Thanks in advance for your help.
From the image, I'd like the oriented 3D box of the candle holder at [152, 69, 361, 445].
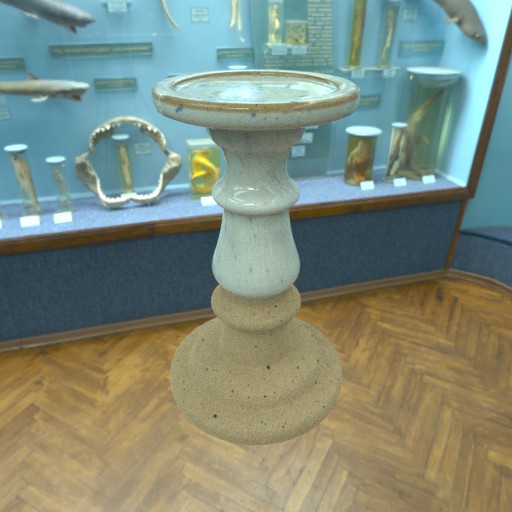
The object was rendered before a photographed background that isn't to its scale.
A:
[{"bbox_3d":[0.000,0.000,0.274,0.123,0.202,0.123,0,30,0],"label":"candle holder"}]
